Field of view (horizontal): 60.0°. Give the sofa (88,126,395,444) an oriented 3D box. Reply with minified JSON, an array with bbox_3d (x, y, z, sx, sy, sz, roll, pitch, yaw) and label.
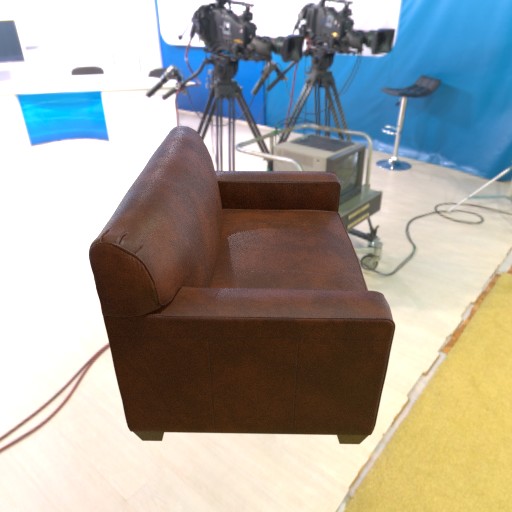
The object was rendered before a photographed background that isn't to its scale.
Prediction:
[{"bbox_3d":[0.000,0.000,2.090,1.000,0.956,1.413,1,31,1],"label":"sofa"}]
